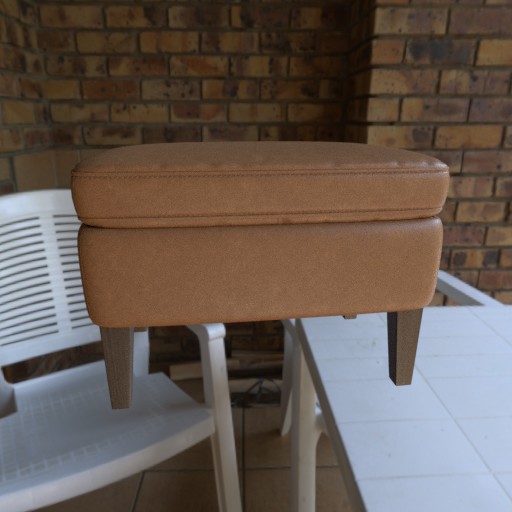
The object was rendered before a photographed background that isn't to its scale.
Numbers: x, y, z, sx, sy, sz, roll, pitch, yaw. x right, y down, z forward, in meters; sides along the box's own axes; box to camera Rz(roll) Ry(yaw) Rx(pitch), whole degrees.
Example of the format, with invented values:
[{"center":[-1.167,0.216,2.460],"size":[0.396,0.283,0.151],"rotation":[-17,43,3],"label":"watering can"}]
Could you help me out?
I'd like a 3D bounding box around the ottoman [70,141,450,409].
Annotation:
[{"center":[0.000,0.000,0.969],"size":[0.670,0.480,0.420],"rotation":[-2,17,-8],"label":"ottoman"}]
